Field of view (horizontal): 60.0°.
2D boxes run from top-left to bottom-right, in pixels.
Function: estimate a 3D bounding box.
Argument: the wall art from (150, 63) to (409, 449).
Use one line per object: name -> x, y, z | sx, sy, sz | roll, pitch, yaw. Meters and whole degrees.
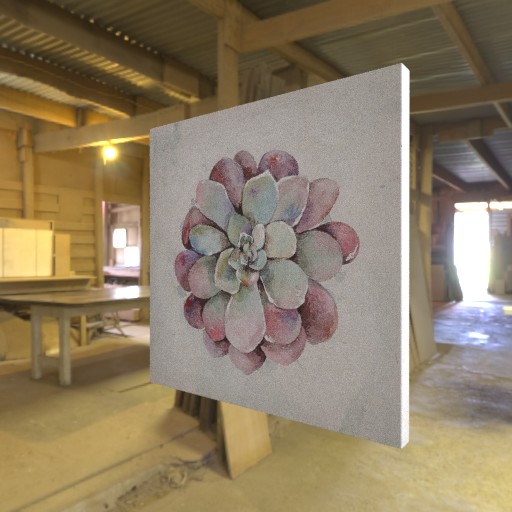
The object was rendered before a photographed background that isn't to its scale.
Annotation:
wall art -> 0.000, 0.000, 0.893 | 0.605, 0.605, 0.044 | 0, 0, 37
